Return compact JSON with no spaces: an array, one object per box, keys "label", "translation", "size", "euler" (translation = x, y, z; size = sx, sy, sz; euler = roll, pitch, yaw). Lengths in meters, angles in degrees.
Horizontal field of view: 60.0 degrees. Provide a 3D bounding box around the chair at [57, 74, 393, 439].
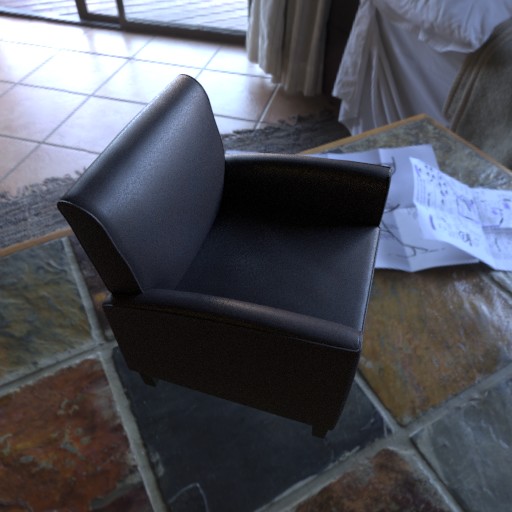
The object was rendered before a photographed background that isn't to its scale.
[{"label":"chair","translation":[0.000,0.000,1.567],"size":[0.819,0.916,0.820],"euler":[13,48,12]}]
